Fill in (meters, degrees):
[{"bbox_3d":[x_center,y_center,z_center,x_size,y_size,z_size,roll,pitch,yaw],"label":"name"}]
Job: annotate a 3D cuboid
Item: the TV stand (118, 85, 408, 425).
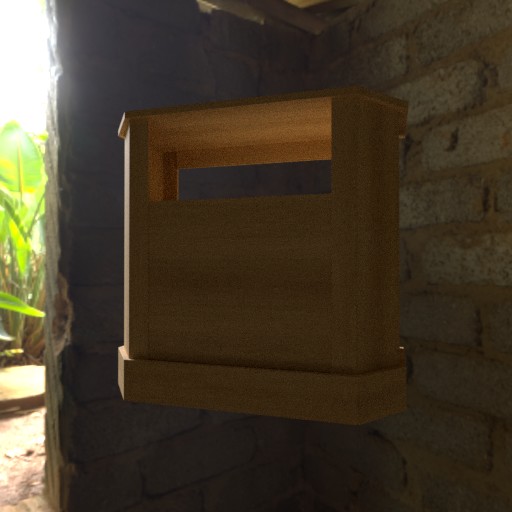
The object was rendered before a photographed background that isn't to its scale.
[{"bbox_3d":[0.000,0.000,1.312,0.851,0.781,0.425,0,-1,17],"label":"TV stand"}]
